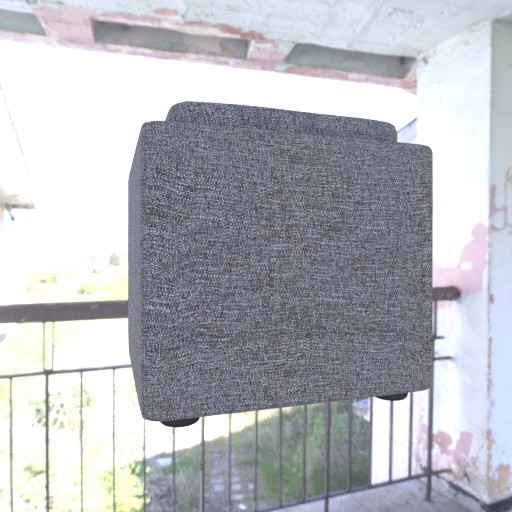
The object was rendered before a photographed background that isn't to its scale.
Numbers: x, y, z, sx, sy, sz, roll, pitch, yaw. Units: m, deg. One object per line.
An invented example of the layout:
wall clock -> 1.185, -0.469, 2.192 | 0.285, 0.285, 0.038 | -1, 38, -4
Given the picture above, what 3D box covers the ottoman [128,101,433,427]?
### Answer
ottoman -> 0.000, 0.000, 0.835 | 0.450, 0.460, 0.450 | 0, 0, -18
